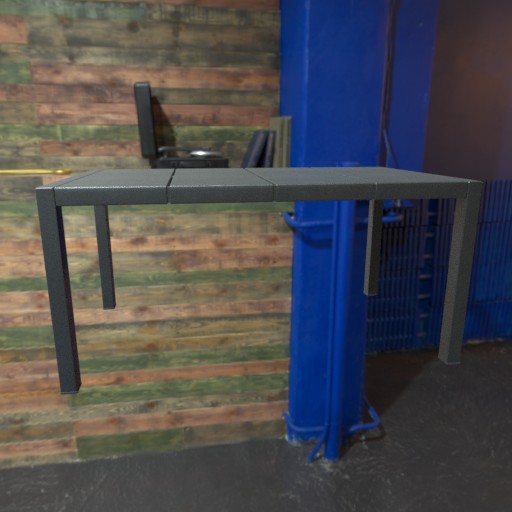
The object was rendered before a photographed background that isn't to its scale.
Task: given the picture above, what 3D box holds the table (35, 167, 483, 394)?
[{"bbox_3d":[0.000,0.000,1.266,0.965,0.460,0.559,-2,15,-8],"label":"table"}]
